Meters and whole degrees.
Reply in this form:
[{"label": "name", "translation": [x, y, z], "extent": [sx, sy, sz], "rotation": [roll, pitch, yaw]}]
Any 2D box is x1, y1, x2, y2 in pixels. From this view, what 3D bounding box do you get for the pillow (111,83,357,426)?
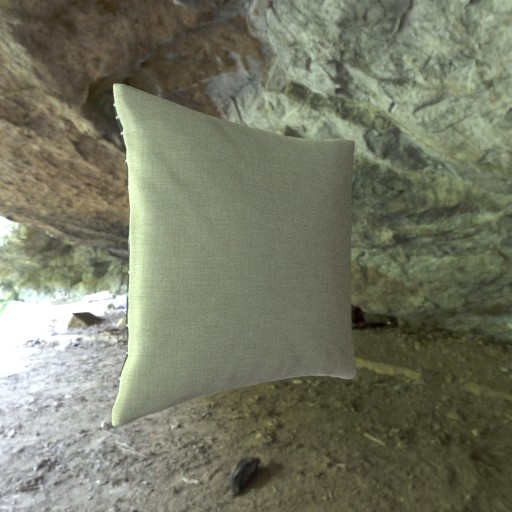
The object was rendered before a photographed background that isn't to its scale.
[{"label": "pillow", "translation": [0.000, 0.000, 0.797], "extent": [0.517, 0.508, 0.158], "rotation": [1, -2, -36]}]
